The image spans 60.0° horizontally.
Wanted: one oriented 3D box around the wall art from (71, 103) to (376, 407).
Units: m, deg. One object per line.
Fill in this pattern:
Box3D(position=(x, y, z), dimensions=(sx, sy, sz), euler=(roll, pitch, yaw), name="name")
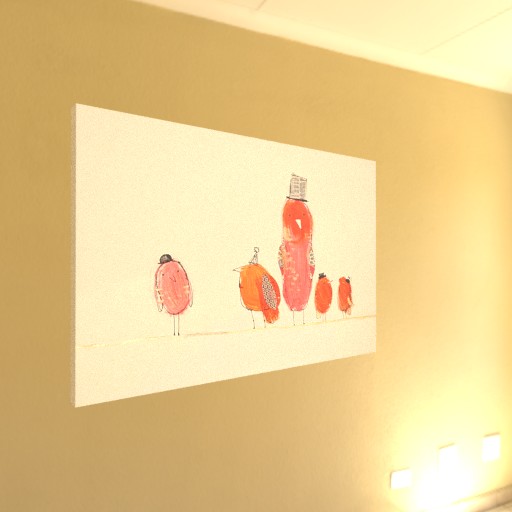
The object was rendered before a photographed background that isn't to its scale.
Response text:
Box3D(position=(0.000, 0.000, 1.168), dimensions=(0.914, 0.609, 0.038), euler=(0, 0, -35), name="wall art")
